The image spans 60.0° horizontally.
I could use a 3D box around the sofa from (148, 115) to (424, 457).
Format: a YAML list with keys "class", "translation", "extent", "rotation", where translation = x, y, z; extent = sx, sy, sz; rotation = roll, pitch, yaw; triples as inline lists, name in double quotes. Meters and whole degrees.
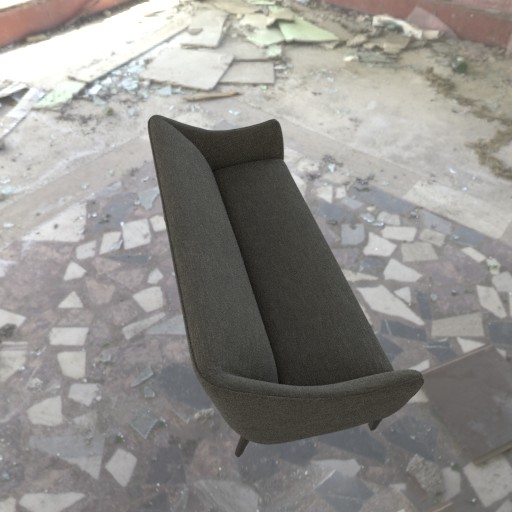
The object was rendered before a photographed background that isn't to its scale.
- class: "sofa"
  translation: [0.000, 0.000, 2.358]
  extent: [0.867, 0.829, 1.928]
  rotation: [-11, 48, -10]
